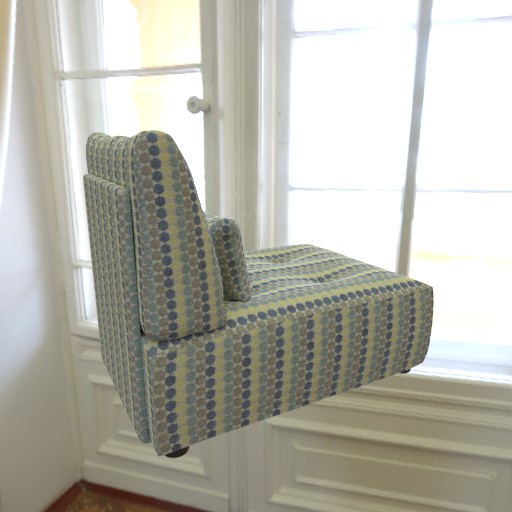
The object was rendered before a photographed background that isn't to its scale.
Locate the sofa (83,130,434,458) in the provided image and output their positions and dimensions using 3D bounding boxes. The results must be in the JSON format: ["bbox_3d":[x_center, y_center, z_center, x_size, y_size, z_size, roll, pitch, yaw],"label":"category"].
[{"bbox_3d":[0.000,0.000,1.525,1.000,0.820,0.700,-8,17,-28],"label":"sofa"}]
